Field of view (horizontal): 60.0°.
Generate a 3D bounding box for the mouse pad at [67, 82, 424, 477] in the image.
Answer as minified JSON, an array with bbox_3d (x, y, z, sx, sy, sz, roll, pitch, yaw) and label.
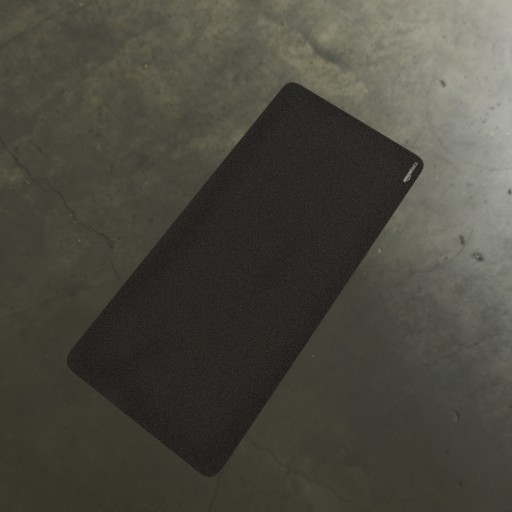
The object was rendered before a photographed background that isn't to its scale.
[{"bbox_3d":[0.000,0.000,1.056,0.424,0.003,0.907,34,77,9],"label":"mouse pad"}]
